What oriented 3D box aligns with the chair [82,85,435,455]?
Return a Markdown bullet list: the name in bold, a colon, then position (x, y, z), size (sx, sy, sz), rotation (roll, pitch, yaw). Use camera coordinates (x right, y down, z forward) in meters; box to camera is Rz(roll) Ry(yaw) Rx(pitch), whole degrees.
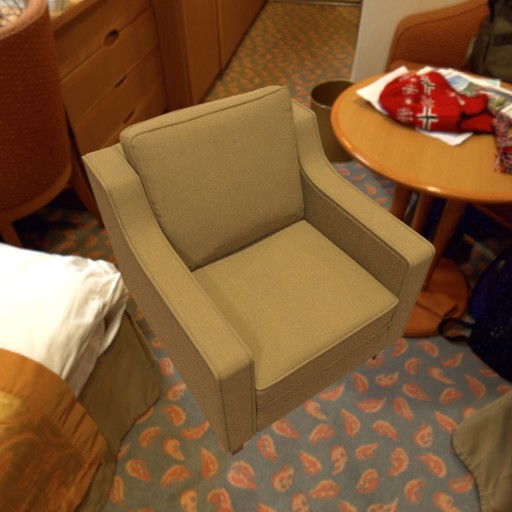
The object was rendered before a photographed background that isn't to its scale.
- **chair**: position (0.000, 0.000, 1.645), size (0.831, 0.960, 0.909), rotation (-26, 51, -23)
